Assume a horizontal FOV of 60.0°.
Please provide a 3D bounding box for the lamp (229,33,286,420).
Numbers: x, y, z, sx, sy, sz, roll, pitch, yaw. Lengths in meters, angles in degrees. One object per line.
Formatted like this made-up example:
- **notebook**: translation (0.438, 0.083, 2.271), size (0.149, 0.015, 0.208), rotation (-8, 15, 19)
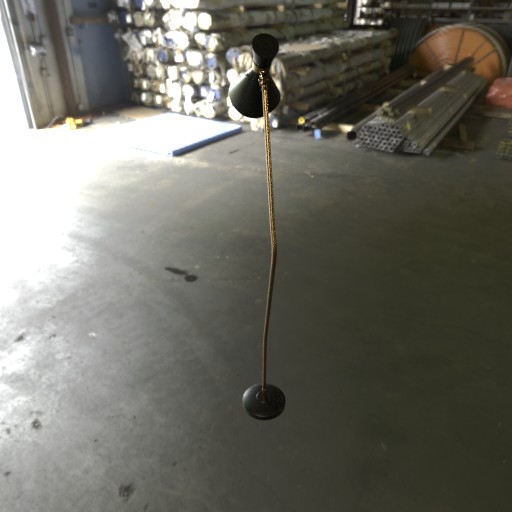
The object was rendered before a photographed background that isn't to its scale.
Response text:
- **lamp**: translation (0.000, 0.000, 1.605), size (0.277, 1.438, 0.467), rotation (9, 32, 15)
